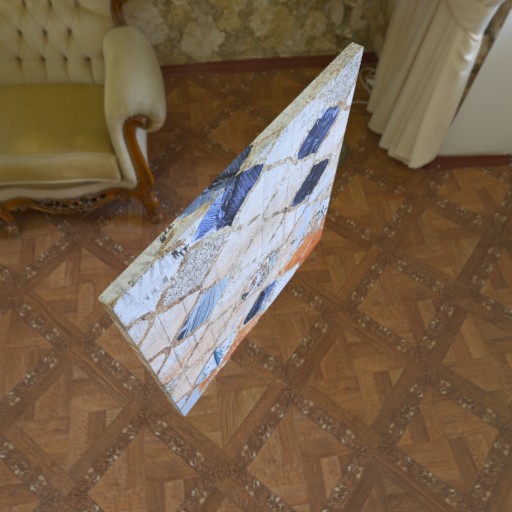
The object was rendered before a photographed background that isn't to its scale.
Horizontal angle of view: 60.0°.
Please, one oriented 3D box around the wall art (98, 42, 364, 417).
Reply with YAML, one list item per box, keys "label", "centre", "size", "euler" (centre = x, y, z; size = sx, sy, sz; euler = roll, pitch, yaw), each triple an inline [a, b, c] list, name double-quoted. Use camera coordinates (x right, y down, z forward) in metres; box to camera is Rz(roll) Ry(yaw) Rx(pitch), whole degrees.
- label: "wall art"
  centre: [0.000, 0.000, 1.352]
  size: [0.039, 0.914, 0.912]
  euler: [31, 64, 17]
